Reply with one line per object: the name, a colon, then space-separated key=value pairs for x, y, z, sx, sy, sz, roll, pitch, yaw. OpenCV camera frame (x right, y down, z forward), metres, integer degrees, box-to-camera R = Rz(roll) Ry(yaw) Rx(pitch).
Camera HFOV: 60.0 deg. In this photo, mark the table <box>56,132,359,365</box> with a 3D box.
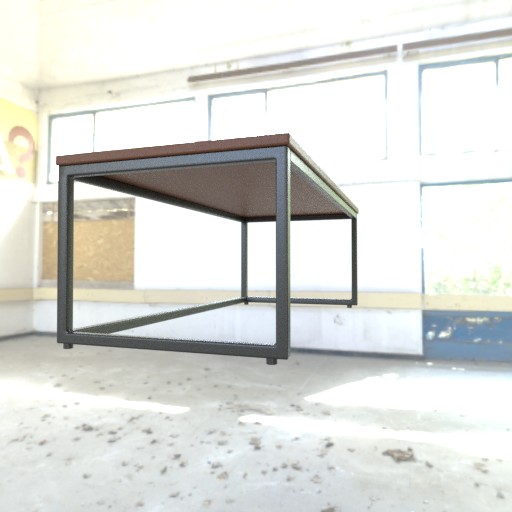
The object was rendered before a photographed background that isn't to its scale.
table: x=0.000 y=0.000 z=1.352 sx=0.500 sy=0.400 sz=1.100 roll=0 pitch=-1 yaw=19
